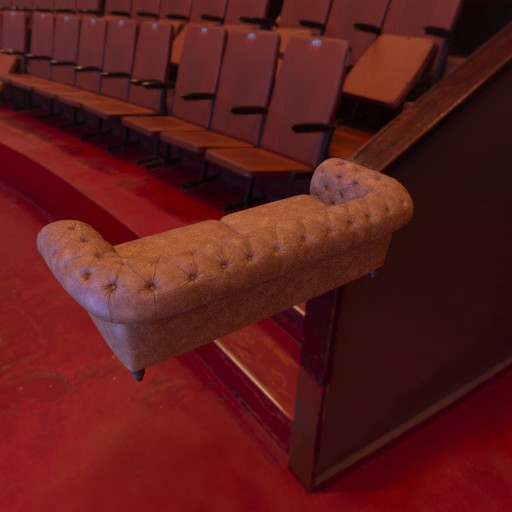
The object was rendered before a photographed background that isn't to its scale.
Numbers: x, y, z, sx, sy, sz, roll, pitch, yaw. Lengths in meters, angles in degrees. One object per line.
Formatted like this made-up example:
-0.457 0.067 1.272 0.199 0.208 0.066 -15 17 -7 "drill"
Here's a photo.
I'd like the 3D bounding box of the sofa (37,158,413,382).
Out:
0.000 0.000 2.871 2.365 0.760 0.989 -19 34 -30 "sofa"
